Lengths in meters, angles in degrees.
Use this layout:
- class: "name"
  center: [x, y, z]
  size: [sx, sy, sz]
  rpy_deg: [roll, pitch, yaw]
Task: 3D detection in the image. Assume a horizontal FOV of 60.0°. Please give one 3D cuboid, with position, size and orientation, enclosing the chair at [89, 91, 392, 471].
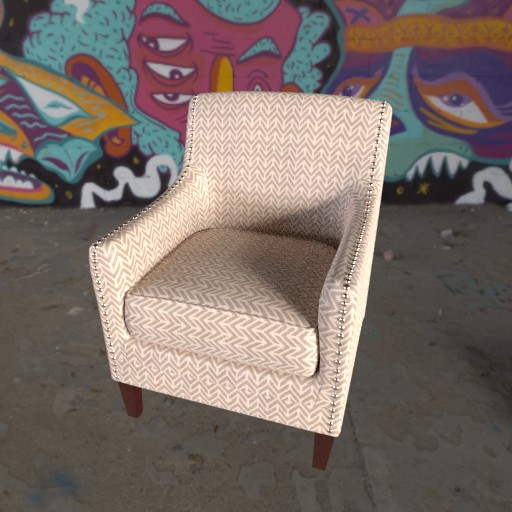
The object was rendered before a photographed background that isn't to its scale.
- class: "chair"
  center: [0.000, 0.000, 1.259]
  size: [0.623, 0.816, 0.651]
  rpy_deg: [9, 28, 16]
